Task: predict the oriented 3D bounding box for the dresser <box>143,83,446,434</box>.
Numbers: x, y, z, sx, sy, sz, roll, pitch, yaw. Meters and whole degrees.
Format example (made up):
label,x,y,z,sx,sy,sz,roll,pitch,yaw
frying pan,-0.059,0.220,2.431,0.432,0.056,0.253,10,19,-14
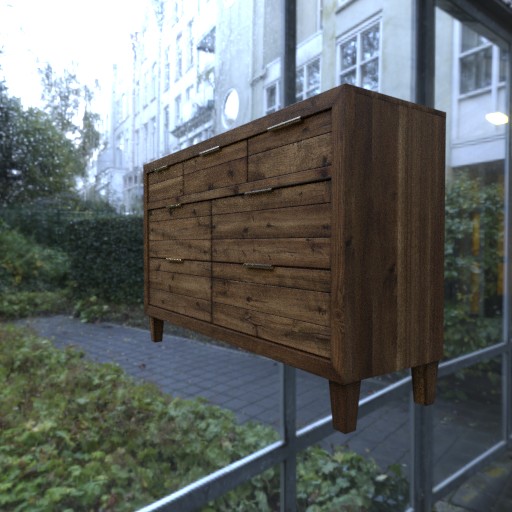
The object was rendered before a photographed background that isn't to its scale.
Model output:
label,x,y,z,sx,sy,sz,roll,pitch,yaw
dresser,0.000,0.000,1.795,0.438,0.892,1.387,-1,2,-35
